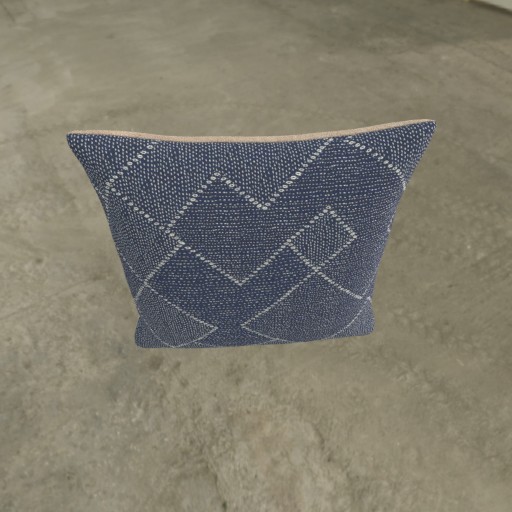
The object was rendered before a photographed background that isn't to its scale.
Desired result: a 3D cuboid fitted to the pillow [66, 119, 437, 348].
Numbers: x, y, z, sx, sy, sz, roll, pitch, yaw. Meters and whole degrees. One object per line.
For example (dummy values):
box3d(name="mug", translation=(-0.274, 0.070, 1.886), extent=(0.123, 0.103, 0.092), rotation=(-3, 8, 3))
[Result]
box3d(name="pillow", translation=(0.000, 0.000, 0.662), extent=(0.435, 0.428, 0.148), rotation=(-3, 47, -3))
